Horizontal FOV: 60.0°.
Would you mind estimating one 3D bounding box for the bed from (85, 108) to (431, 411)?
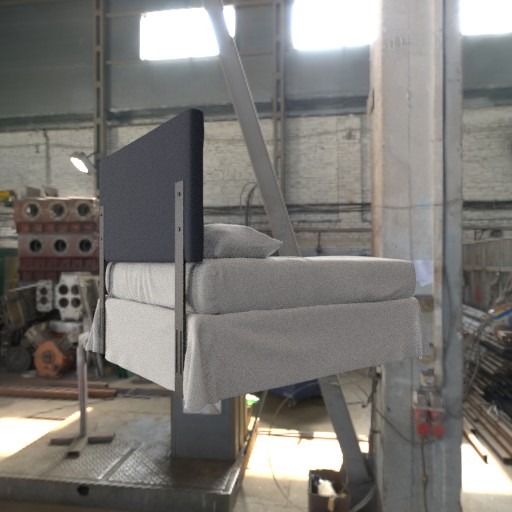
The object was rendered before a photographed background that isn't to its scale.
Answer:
[{"bbox_3d":[0.000,0.000,3.618,2.222,1.577,1.936,0,-1,-36],"label":"bed"}]
